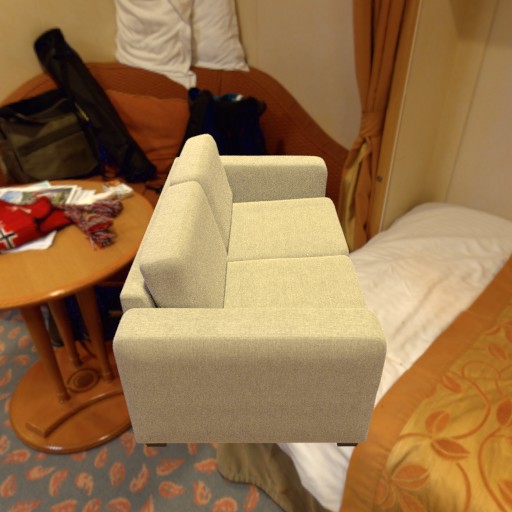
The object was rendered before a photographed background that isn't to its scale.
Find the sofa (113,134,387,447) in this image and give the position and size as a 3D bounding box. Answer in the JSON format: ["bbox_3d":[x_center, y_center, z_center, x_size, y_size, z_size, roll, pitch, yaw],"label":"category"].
[{"bbox_3d":[0.000,0.000,2.079,0.900,0.800,1.540,0,34,0],"label":"sofa"}]
